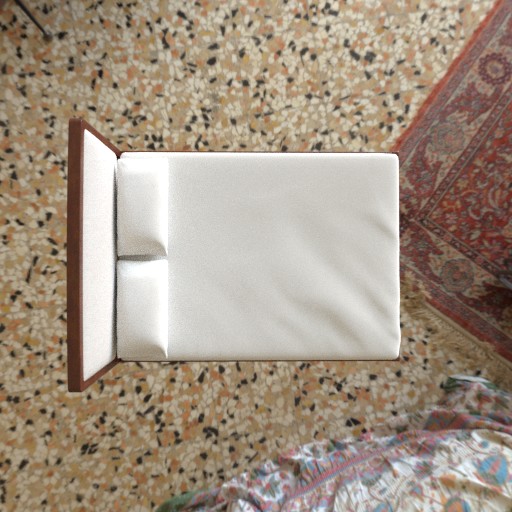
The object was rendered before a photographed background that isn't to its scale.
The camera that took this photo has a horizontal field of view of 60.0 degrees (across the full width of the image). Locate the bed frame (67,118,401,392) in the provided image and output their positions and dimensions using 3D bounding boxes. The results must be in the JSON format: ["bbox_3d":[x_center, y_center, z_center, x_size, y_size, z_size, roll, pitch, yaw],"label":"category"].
[{"bbox_3d":[0.000,0.000,3.169,2.171,1.279,1.587,0,90,-1],"label":"bed frame"}]
